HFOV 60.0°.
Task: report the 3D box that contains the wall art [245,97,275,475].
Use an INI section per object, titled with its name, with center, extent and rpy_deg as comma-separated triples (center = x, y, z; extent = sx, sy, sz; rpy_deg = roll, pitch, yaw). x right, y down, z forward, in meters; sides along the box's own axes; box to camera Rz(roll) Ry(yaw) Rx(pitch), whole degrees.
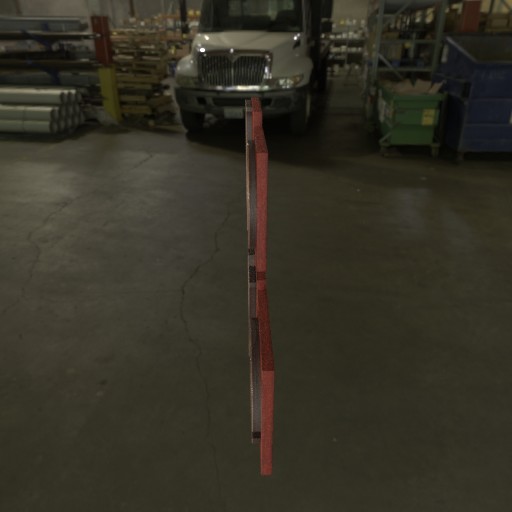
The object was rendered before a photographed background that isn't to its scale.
[wall art]
center = 0.000, 0.000, 0.853
extent = 0.030, 0.497, 0.635
rpy_deg = -1, 27, -1
